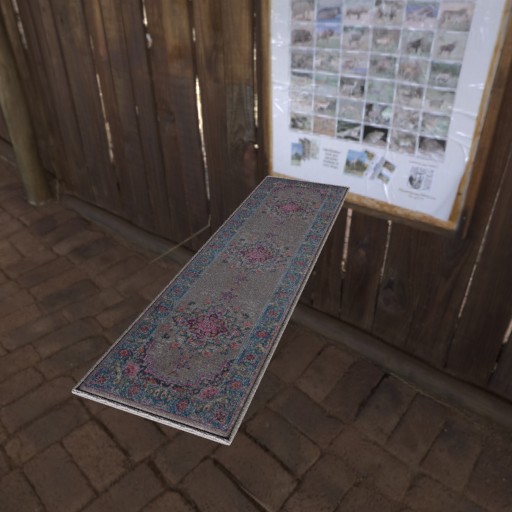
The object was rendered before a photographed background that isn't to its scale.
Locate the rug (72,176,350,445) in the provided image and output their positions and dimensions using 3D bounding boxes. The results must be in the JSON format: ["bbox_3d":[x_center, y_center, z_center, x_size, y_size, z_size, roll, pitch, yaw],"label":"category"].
[{"bbox_3d":[0.000,0.000,2.497,0.659,0.019,2.297,11,34,17],"label":"rug"}]
